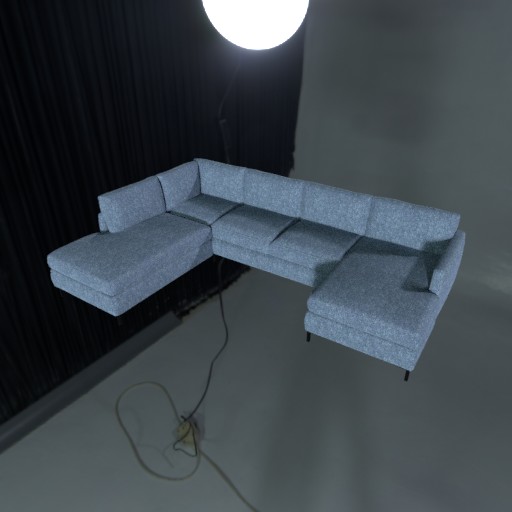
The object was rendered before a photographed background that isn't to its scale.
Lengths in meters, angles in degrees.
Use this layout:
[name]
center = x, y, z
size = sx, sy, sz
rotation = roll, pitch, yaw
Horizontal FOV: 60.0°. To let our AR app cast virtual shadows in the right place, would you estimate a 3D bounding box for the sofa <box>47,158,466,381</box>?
[sofa]
center = 0.000, 0.000, 3.483
size = 2.737, 0.756, 1.879
rotation = 18, 34, 29
